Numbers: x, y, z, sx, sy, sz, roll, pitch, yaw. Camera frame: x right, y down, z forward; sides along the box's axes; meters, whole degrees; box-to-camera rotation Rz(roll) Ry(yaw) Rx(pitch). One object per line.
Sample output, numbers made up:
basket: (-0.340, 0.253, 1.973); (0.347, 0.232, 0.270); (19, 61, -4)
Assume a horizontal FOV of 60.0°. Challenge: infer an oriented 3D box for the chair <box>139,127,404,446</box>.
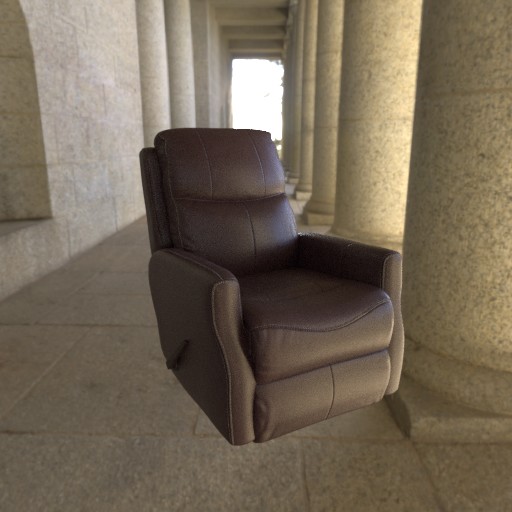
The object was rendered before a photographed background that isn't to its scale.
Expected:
chair: (0.000, 0.000, 1.831); (0.829, 1.030, 1.080); (-8, 17, -26)
